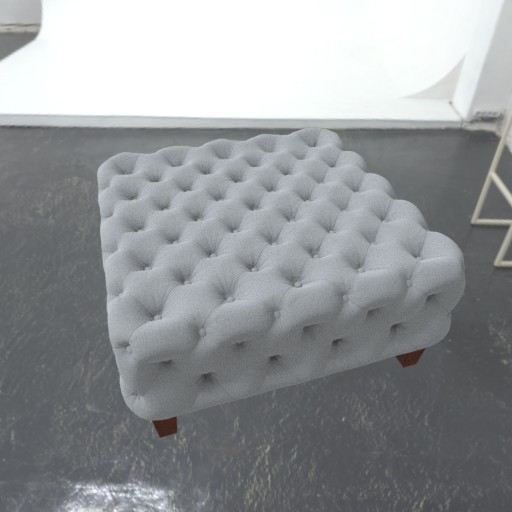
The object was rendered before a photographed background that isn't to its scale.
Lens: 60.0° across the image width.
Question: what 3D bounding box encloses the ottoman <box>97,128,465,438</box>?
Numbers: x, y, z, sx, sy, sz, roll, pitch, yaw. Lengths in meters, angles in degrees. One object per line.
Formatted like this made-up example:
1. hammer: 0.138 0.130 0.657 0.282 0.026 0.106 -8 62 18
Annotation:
1. ottoman: 0.000 0.000 1.187 0.758 0.365 0.764 -11 40 -14
